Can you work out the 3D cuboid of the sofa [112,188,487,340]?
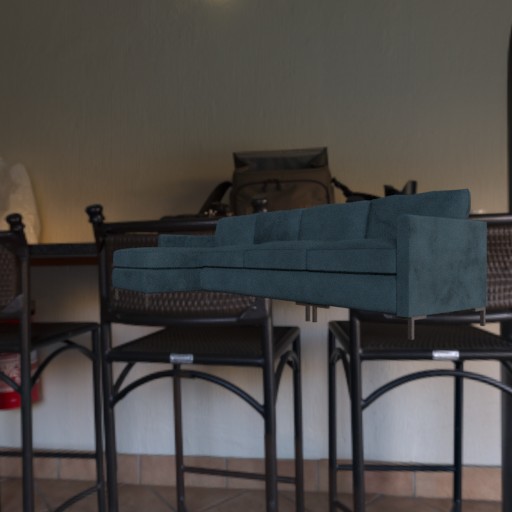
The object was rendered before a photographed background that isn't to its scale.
[{"bbox_3d":[0.000,0.000,3.996,1.500,0.967,3.400,0,0,-36],"label":"sofa"}]
